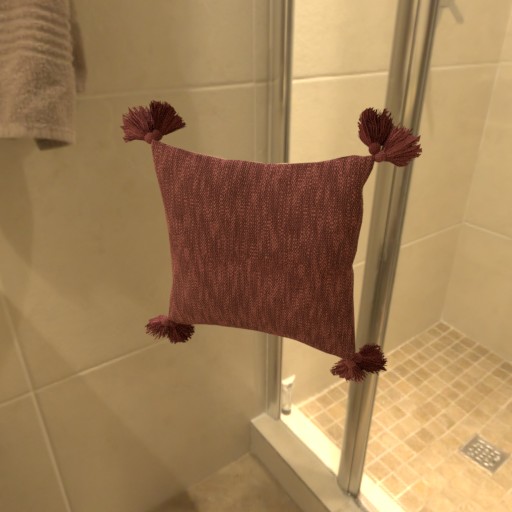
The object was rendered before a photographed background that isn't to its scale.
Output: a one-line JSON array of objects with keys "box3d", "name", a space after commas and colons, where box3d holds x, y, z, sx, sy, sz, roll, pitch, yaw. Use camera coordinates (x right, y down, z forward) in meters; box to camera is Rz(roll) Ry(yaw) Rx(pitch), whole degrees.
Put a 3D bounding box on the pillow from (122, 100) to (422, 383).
[{"box3d": [0.000, 0.000, 1.000, 0.641, 0.659, 0.138, 8, 28, 15], "name": "pillow"}]
